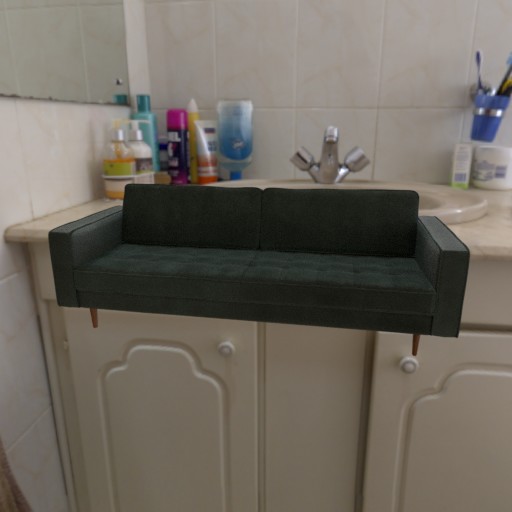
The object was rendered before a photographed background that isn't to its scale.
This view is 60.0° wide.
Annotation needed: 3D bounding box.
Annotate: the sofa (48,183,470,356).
[{"bbox_3d":[0.000,0.000,2.682,2.214,0.781,0.886,3,16,10],"label":"sofa"}]
